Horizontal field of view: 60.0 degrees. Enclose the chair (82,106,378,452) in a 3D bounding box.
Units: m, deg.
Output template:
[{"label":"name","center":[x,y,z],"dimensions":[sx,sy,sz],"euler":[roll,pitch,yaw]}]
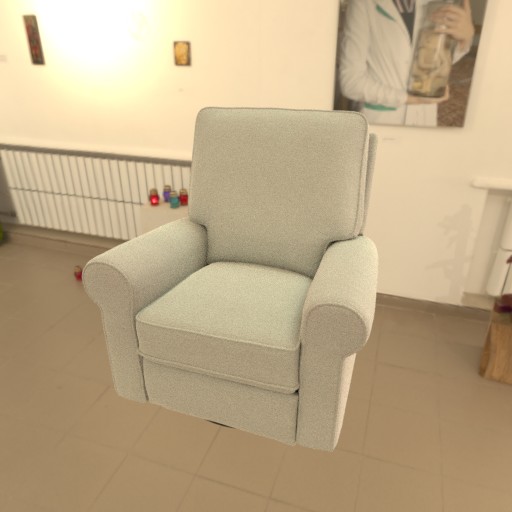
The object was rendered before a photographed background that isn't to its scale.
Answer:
[{"label":"chair","center":[0.000,0.000,1.626],"dimensions":[0.890,0.960,0.878],"euler":[8,28,16]}]
